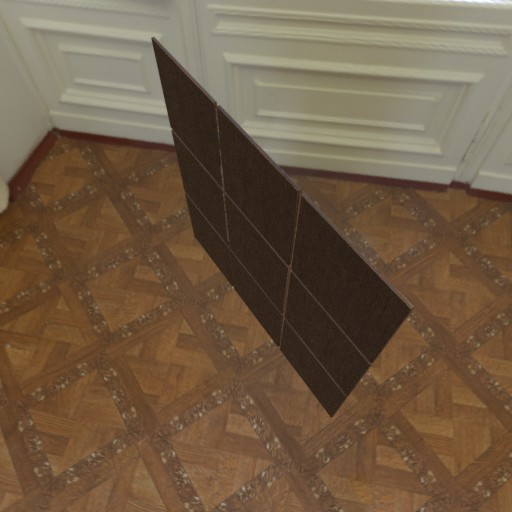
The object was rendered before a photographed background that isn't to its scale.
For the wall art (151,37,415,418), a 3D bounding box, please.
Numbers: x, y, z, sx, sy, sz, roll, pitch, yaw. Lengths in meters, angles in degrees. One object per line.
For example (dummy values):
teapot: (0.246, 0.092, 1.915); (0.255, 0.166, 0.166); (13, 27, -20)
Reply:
wall art: (0.000, 0.000, 2.212); (0.014, 1.525, 1.527); (-31, 64, -17)
